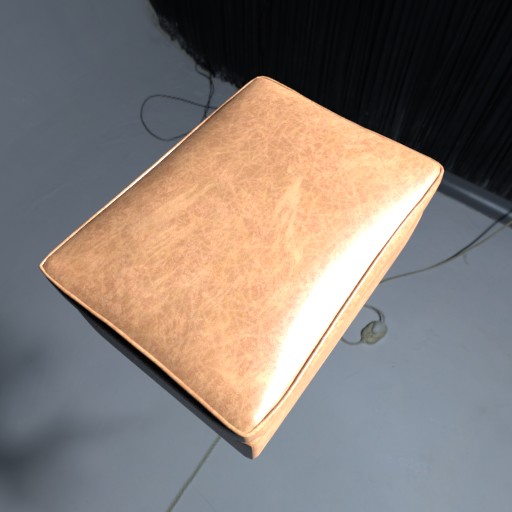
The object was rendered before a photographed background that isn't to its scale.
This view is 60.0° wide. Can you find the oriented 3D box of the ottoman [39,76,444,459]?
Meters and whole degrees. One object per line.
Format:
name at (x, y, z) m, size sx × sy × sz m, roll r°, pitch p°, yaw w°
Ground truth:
ottoman at (0.000, 0.000, 1.099) m, size 0.554 × 0.468 × 0.756 m, roll 33°, pitch 65°, yaw 18°
